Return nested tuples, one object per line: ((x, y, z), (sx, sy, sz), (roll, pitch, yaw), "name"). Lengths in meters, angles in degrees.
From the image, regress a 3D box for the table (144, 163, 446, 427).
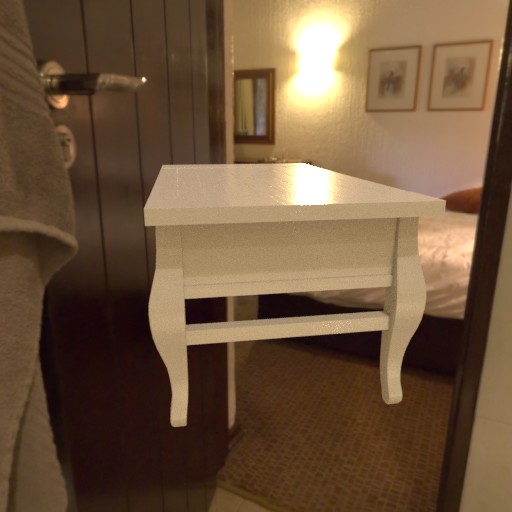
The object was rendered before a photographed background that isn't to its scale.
((0.000, 0.000, 1.400), (0.600, 0.495, 1.062), (-3, 16, -9), "table")
